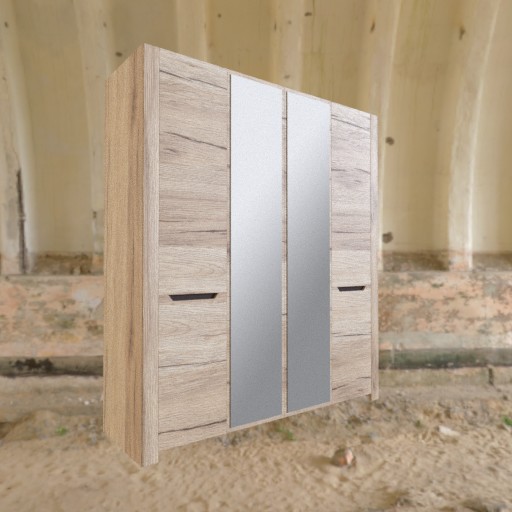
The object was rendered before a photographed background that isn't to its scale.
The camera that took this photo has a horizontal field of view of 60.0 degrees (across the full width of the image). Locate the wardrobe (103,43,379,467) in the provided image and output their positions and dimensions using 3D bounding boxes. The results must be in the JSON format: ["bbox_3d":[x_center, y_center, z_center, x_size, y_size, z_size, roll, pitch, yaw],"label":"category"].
[{"bbox_3d":[0.000,0.000,2.927,1.810,2.070,0.580,1,-1,-37],"label":"wardrobe"}]
